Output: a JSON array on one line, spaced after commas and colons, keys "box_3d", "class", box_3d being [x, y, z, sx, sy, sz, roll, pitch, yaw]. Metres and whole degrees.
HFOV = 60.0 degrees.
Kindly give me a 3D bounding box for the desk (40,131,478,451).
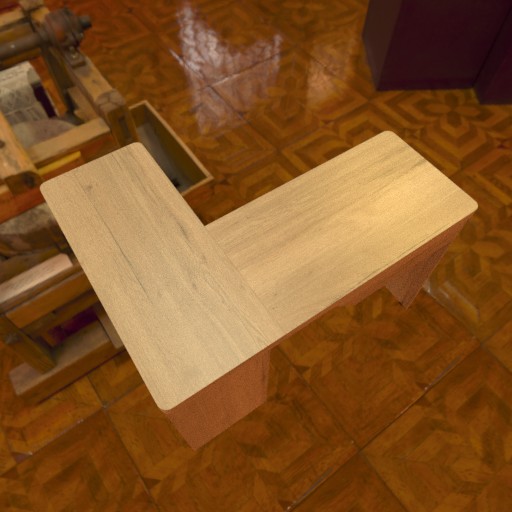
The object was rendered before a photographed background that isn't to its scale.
[{"box_3d": [0.000, 0.000, 1.792, 1.169, 0.760, 0.900, -30, 63, -17], "class": "desk"}]
